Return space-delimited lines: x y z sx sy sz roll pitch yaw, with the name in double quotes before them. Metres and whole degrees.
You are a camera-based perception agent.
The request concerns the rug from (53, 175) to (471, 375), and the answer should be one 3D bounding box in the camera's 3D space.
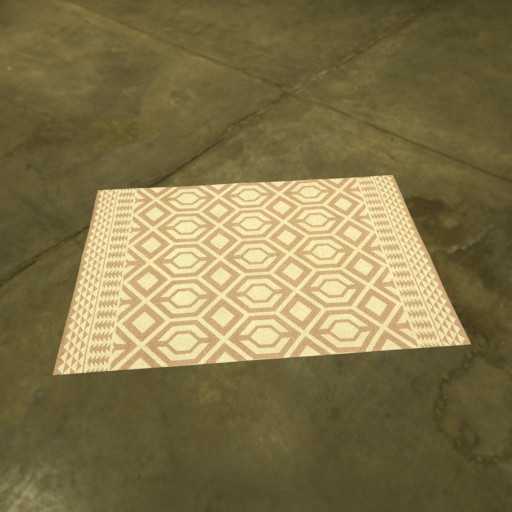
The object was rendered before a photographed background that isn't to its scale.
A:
"rug" 0.000 0.000 2.338 1.829 0.008 1.219 -4 48 -3
